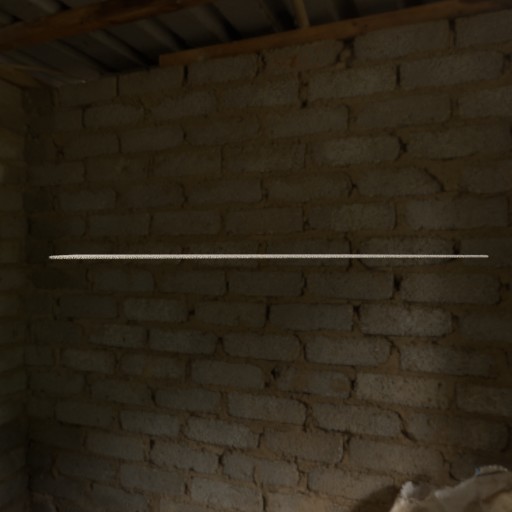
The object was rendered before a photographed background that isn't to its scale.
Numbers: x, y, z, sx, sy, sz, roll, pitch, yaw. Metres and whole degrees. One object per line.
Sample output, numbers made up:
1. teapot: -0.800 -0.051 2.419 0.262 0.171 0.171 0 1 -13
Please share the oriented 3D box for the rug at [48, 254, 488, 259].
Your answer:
1. rug: 0.000 0.000 2.304 1.829 0.010 1.219 0 0 -18
